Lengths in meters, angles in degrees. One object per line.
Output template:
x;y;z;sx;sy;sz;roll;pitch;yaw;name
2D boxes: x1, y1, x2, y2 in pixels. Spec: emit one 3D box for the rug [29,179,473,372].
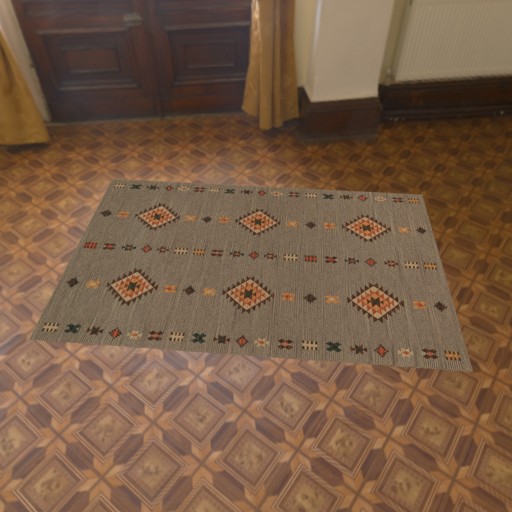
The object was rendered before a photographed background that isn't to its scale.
0.000;0.000;2.939;2.427;0.007;1.515;3;46;3;rug
